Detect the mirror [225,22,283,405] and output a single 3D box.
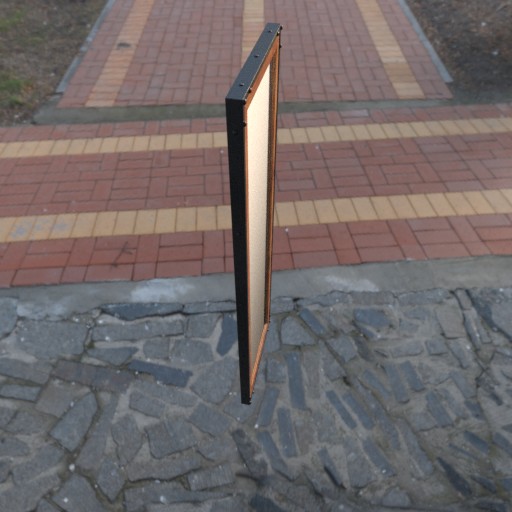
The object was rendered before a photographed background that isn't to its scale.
[{"bbox_3d":[0.000,0.000,1.210,0.042,1.080,0.354,9,47,9],"label":"mirror"}]
